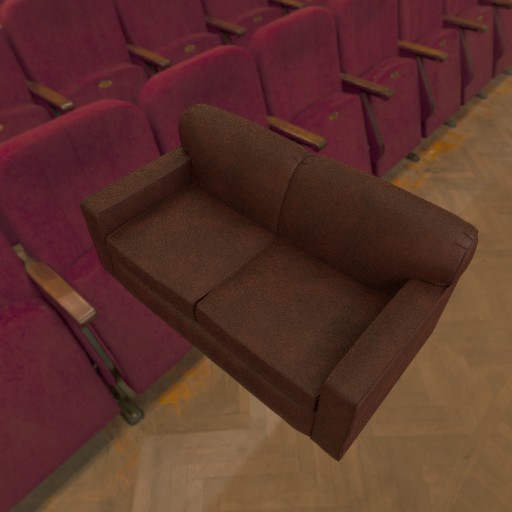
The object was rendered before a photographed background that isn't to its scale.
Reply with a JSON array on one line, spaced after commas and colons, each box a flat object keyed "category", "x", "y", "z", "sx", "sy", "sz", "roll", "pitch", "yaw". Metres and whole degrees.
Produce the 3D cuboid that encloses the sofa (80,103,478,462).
[{"category": "sofa", "x": 0.000, "y": 0.000, "z": 2.410, "sx": 1.856, "sy": 0.966, "sz": 1.000, "roll": 32, "pitch": 54, "yaw": 27}]
